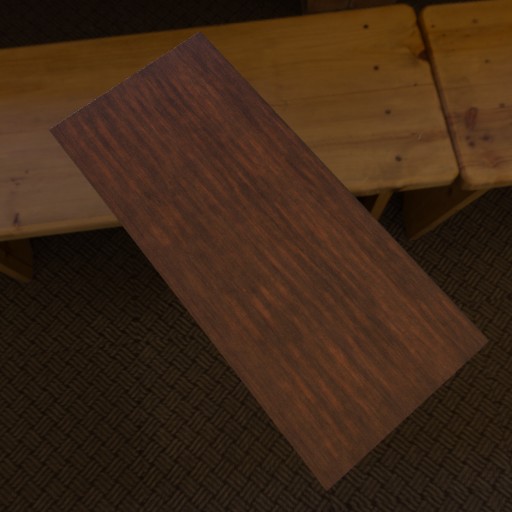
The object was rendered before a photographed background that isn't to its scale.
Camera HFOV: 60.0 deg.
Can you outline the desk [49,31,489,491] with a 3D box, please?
[{"bbox_3d":[0.000,0.000,1.924,0.724,0.762,1.575,-38,78,-10],"label":"desk"}]
